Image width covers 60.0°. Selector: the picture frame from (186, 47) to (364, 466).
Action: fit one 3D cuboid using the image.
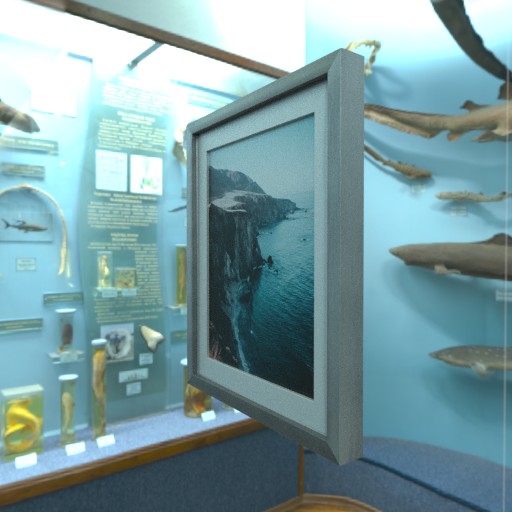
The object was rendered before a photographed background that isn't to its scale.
[{"bbox_3d":[0.000,0.000,0.784,0.046,0.555,0.449,-1,1,-36],"label":"picture frame"}]
